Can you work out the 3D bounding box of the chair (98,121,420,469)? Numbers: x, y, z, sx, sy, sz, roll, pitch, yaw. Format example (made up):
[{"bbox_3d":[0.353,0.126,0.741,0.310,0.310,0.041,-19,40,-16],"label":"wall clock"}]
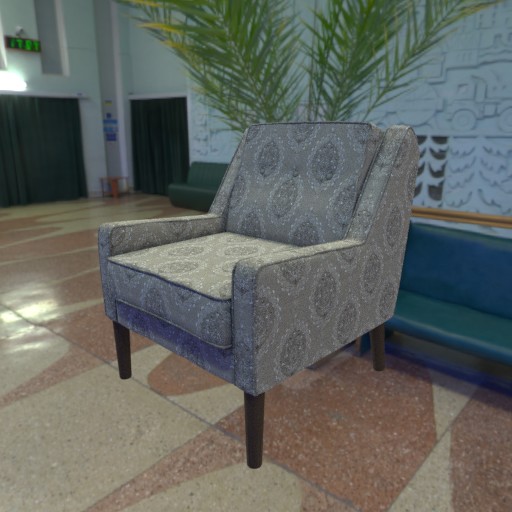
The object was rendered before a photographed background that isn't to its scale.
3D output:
[{"bbox_3d":[0.000,0.000,1.356,0.665,0.797,0.750,14,21,41],"label":"chair"}]
